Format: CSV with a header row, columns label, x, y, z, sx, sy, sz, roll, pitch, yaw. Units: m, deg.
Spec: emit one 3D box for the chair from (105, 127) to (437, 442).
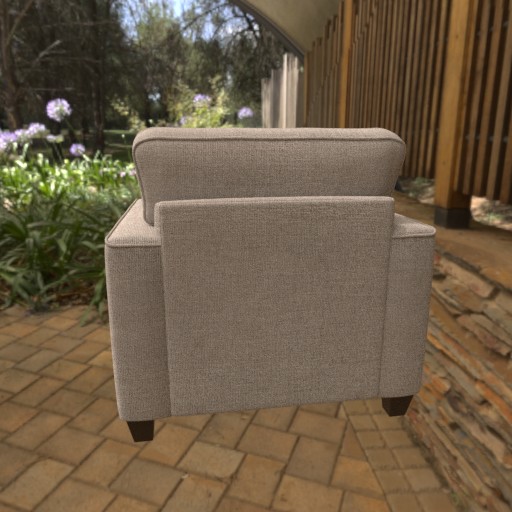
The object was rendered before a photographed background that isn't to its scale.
label,x,y,z,sx,sy,sz,roll,pitch,yaw
chair,0.000,0.000,1.758,1.015,0.965,0.939,-2,15,-9
